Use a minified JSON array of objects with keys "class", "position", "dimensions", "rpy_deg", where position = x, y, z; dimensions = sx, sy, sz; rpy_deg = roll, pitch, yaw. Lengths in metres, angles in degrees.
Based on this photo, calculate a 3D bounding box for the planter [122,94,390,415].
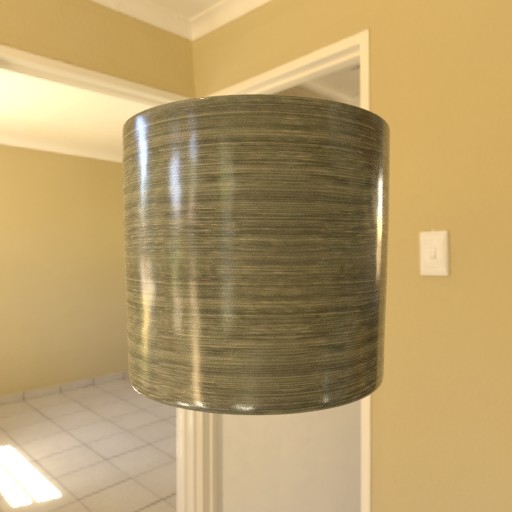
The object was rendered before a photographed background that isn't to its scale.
[{"class":"planter","position":[0.000,0.000,0.383],"dimensions":[0.221,0.201,0.221],"rpy_deg":[0,1,0]}]
